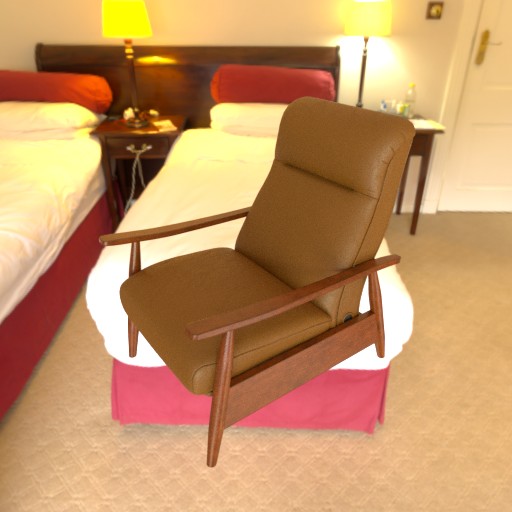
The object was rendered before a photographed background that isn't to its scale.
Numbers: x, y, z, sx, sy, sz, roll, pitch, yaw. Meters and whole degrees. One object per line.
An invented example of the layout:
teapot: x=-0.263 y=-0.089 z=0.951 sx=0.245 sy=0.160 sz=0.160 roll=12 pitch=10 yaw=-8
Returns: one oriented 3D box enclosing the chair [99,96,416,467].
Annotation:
chair: x=0.000 y=0.000 z=1.812 sx=1.014 sy=1.082 sz=0.762 roll=-20 pitch=36 yaw=-31
